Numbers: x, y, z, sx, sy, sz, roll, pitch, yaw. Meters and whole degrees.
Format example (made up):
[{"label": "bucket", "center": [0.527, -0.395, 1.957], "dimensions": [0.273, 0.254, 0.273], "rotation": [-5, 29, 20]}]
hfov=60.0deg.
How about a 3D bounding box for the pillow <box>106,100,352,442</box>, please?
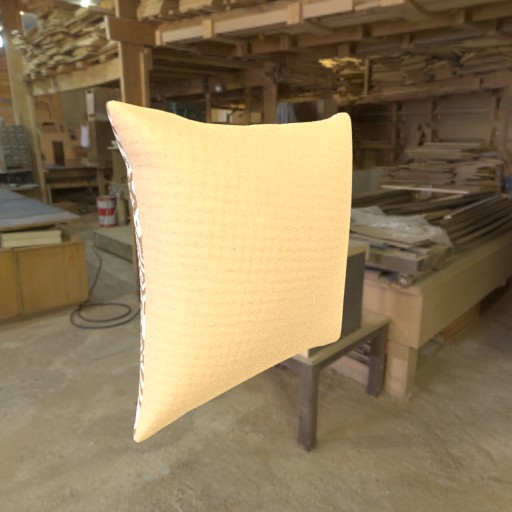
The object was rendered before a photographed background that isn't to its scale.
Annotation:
[{"label": "pillow", "center": [0.000, 0.000, 0.641], "dimensions": [0.419, 0.407, 0.173], "rotation": [-14, 21, -41]}]
